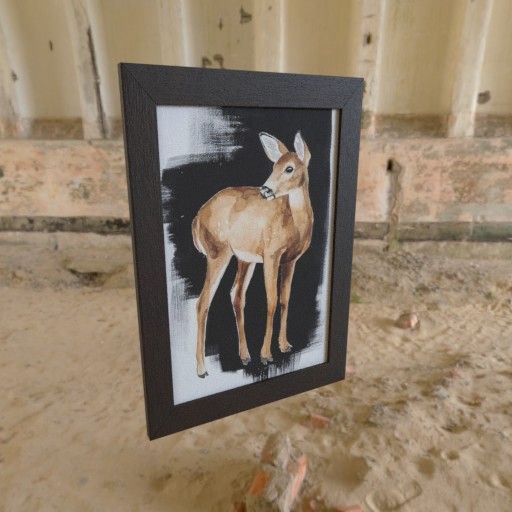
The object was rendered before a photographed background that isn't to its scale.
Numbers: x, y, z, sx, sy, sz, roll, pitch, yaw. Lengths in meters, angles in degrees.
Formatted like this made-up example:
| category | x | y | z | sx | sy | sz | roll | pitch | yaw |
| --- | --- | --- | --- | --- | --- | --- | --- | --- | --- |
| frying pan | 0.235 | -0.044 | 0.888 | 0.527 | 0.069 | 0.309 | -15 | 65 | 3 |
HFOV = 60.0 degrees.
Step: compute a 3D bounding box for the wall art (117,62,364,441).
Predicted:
| category | x | y | z | sx | sy | sz | roll | pitch | yaw |
| --- | --- | --- | --- | --- | --- | --- | --- | --- | --- |
| wall art | 0.000 | 0.000 | 0.665 | 0.359 | 0.513 | 0.017 | -8 | 18 | -26 |
